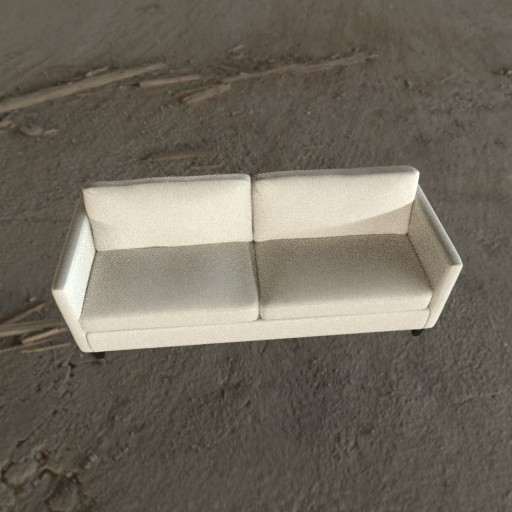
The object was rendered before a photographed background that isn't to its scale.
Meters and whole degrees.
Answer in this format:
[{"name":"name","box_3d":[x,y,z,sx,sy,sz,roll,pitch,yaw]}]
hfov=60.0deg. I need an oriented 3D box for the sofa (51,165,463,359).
[{"name":"sofa","box_3d":[0.000,0.000,3.067,2.434,0.965,0.948,-3,46,-3]}]
